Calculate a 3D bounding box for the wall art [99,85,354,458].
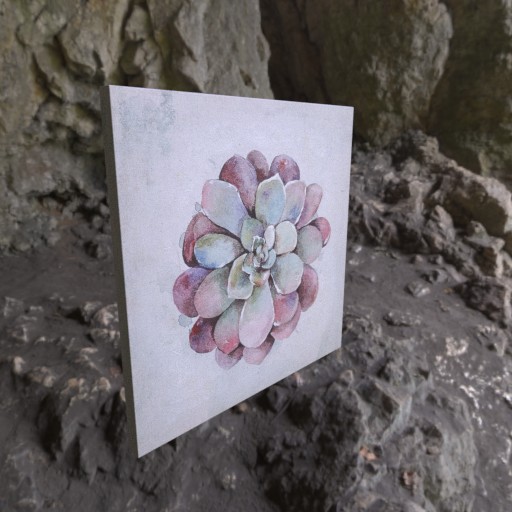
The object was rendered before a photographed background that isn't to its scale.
[{"bbox_3d":[0.000,0.000,1.139,0.762,0.762,0.041,-14,20,-43],"label":"wall art"}]
